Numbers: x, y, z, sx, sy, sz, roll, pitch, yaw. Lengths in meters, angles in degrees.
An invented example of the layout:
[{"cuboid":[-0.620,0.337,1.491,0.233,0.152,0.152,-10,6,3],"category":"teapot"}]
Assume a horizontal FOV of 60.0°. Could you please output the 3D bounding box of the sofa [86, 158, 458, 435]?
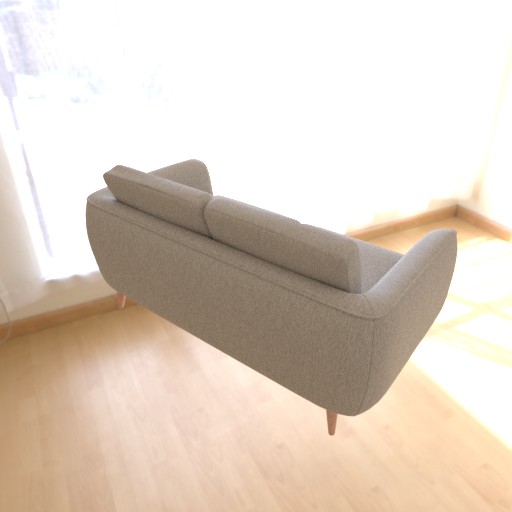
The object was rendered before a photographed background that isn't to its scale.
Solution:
[{"cuboid":[0.000,0.000,2.235,1.700,0.850,0.920,22,37,32],"category":"sofa"}]
